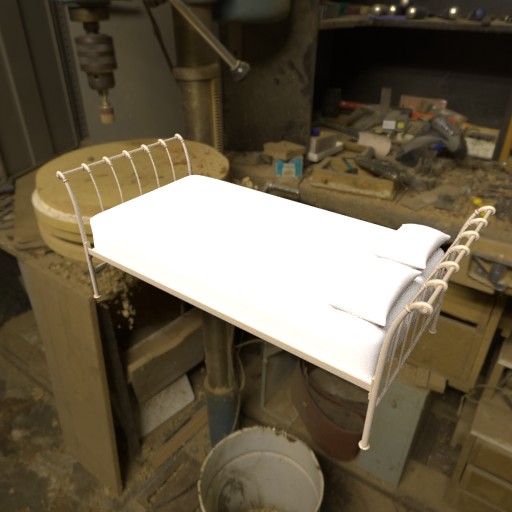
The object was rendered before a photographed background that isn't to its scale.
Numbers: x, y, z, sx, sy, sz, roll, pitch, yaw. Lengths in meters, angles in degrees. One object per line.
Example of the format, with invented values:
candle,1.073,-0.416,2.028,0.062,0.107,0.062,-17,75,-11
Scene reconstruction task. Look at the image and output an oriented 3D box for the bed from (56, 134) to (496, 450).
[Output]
bed,0.000,0.000,2.636,2.228,0.873,1.032,21,37,30
